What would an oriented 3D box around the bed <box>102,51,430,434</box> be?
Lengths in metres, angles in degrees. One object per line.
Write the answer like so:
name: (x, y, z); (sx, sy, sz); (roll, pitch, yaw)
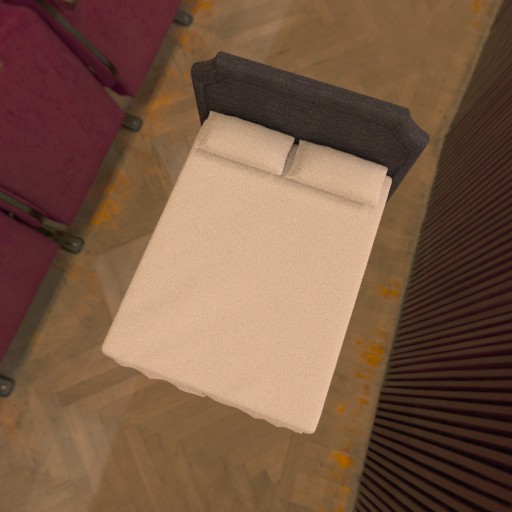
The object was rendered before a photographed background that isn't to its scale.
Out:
bed: (0.000, 0.000, 3.137); (1.693, 1.290, 2.116); (19, 75, 6)
